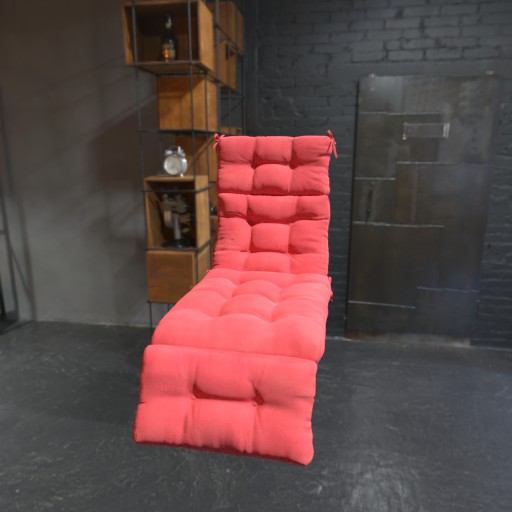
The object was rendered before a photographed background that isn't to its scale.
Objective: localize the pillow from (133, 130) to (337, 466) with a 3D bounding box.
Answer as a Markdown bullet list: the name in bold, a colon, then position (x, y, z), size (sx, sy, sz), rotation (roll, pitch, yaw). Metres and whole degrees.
- **pillow**: position (0.000, 0.000, 1.522), size (0.526, 0.863, 1.016), rotation (3, 14, 11)
